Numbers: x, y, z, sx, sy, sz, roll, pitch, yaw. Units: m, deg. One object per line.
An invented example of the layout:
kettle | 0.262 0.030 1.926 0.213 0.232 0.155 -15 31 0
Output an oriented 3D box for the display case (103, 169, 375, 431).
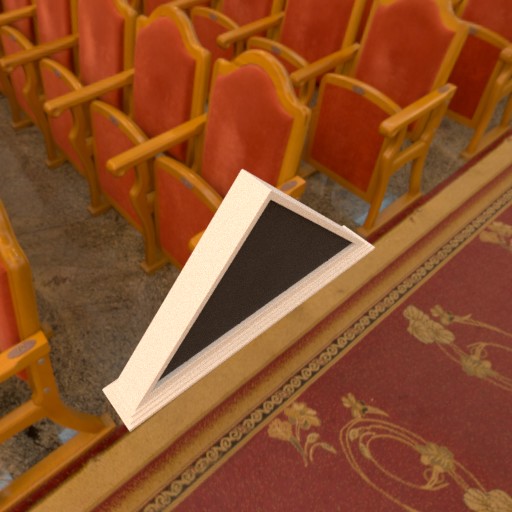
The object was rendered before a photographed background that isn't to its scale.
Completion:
display case | 0.000 0.000 0.781 0.640 0.340 0.095 -33 56 -26
